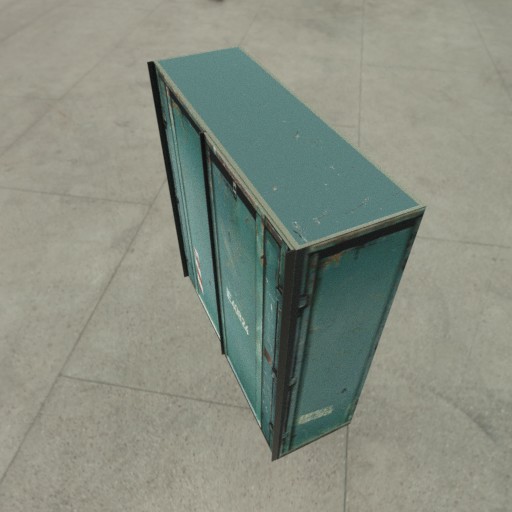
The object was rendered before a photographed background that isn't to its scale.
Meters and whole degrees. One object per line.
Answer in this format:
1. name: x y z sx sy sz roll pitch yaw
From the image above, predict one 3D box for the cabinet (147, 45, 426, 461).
1. cabinet: 0.000 0.000 3.202 0.680 2.160 2.000 -18 48 -17
